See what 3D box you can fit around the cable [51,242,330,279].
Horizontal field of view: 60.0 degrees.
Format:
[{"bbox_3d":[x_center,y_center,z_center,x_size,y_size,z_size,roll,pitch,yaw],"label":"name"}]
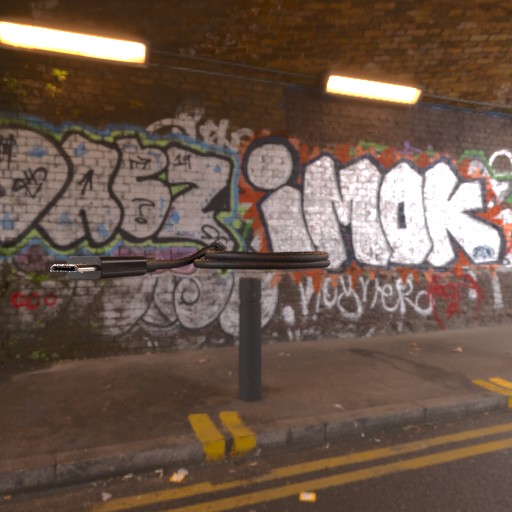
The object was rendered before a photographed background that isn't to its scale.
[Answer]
[{"bbox_3d":[0.000,0.000,0.215,0.070,0.014,0.192,0,0,19],"label":"cable"}]
